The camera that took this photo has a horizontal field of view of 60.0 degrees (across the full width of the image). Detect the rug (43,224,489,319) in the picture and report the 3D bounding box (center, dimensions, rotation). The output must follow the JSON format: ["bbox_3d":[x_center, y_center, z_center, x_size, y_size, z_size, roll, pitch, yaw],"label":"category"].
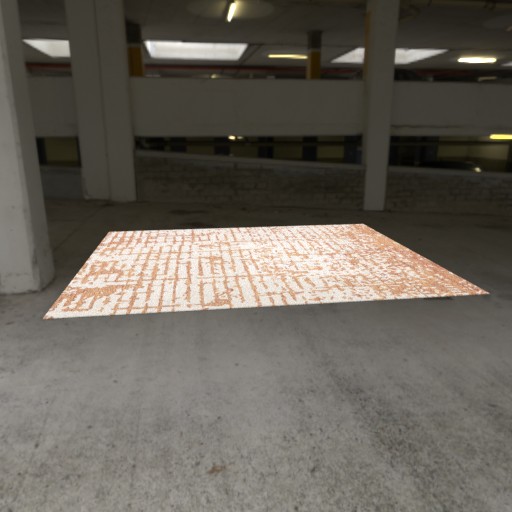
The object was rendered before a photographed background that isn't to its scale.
[{"bbox_3d":[0.000,0.000,4.137,3.050,0.011,2.441,-2,16,-8],"label":"rug"}]
